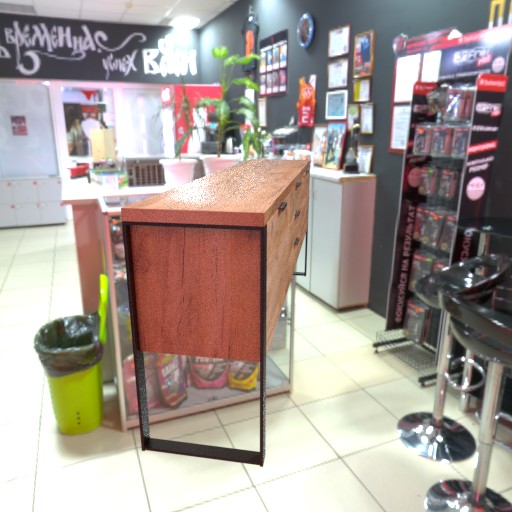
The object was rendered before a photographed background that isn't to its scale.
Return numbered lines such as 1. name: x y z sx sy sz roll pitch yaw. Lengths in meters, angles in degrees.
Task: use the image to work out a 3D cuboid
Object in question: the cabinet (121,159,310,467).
1. cabinet: 0.000 0.000 2.085 0.395 0.762 1.800 3 17 10
